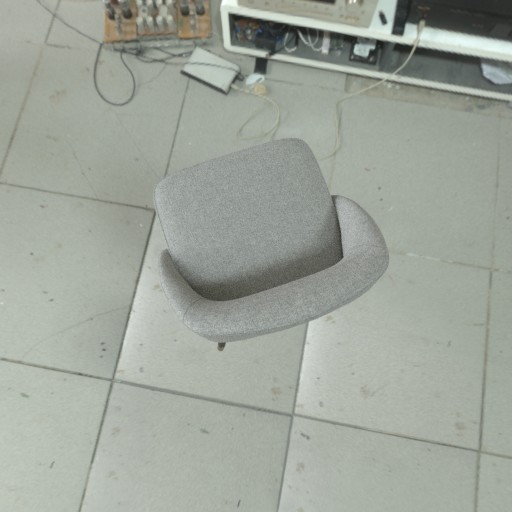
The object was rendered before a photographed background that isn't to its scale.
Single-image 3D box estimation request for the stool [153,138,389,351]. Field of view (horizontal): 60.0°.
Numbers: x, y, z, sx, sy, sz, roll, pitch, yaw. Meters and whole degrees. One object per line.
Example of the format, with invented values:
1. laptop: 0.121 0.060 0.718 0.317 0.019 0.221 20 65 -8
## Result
1. stool: 0.000 0.000 1.313 0.494 1.037 0.509 -18 77 -4
